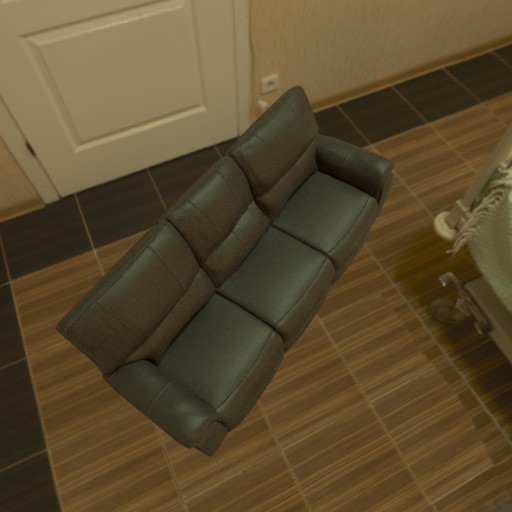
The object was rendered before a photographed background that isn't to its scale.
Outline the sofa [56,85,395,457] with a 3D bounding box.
[{"bbox_3d":[0.000,0.000,3.263,1.104,1.134,2.627,31,64,17],"label":"sofa"}]
